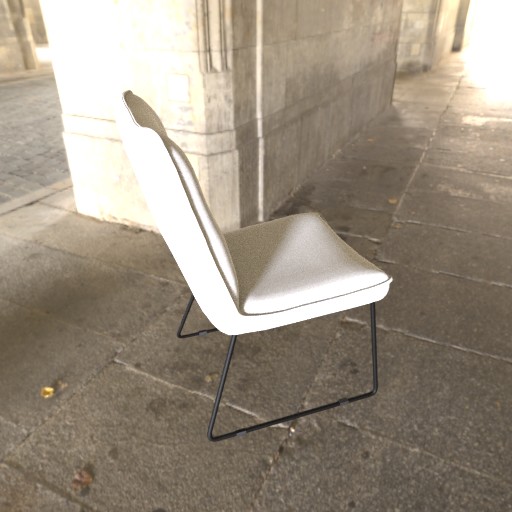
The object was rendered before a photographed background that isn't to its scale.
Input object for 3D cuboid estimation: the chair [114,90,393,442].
[{"bbox_3d":[0.000,0.000,1.358,0.688,0.930,0.515,-10,31,-17],"label":"chair"}]
